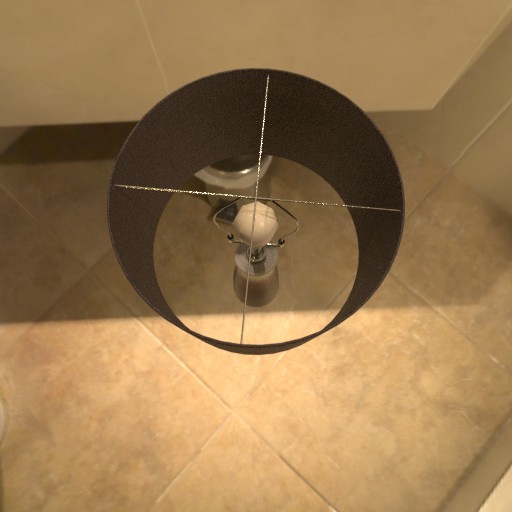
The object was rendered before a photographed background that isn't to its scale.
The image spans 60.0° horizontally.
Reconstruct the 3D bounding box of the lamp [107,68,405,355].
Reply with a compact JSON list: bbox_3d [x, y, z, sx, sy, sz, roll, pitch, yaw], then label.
[{"bbox_3d":[0.000,0.000,0.686,0.303,0.488,0.303,0,76,0],"label":"lamp"}]
